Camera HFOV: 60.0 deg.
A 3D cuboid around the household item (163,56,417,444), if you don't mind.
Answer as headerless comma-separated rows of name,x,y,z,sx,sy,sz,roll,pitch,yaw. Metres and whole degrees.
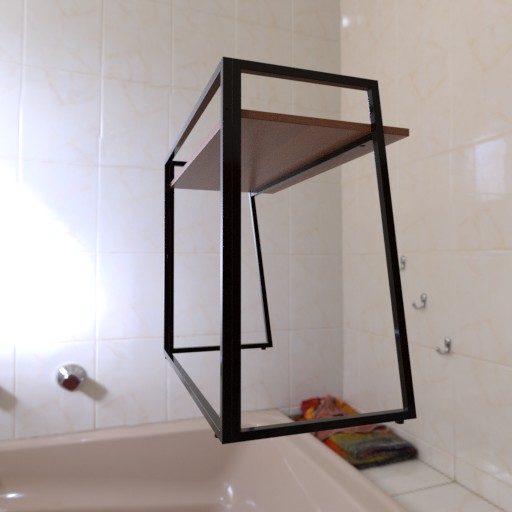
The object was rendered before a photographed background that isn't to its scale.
household item,0.000,0.000,1.547,0.510,0.860,1.050,0,-1,-19
